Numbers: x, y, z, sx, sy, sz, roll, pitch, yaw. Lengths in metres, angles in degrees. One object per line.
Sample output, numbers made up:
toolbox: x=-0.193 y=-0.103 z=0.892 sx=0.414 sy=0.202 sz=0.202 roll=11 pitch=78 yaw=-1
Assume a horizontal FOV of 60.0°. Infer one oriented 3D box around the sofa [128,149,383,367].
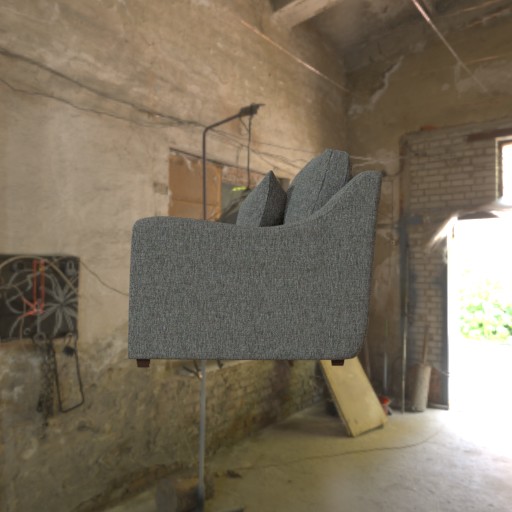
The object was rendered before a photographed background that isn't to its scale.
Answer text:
sofa: x=0.000 y=0.000 z=3.066 sx=1.103 sy=0.998 sz=2.418 roll=0 pitch=-1 yaw=1
